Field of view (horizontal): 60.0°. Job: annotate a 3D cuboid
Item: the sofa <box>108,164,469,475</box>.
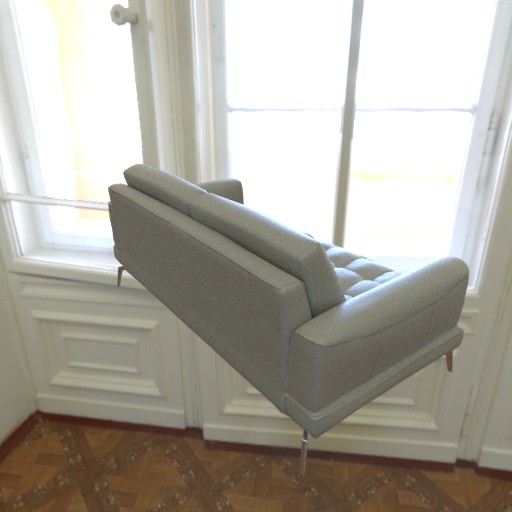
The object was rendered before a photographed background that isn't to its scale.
[{"bbox_3d":[0.000,0.000,2.689,1.121,0.930,2.177,-17,30,-33],"label":"sofa"}]
